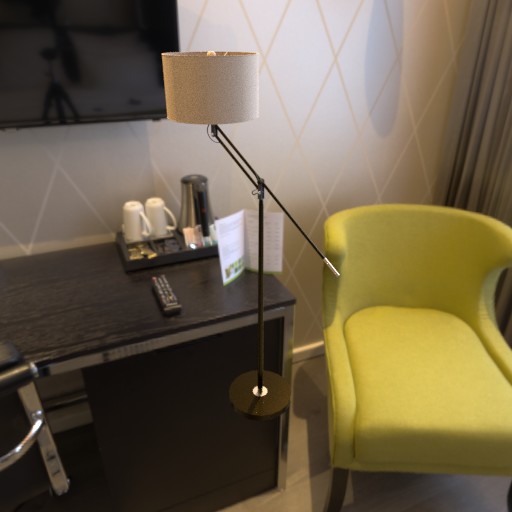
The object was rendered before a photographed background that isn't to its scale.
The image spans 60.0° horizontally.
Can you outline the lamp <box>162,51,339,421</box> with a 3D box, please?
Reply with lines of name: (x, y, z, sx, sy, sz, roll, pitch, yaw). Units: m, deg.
lamp: (0.000, 0.000, 1.964, 0.809, 1.635, 0.373, 19, 32, 32)
